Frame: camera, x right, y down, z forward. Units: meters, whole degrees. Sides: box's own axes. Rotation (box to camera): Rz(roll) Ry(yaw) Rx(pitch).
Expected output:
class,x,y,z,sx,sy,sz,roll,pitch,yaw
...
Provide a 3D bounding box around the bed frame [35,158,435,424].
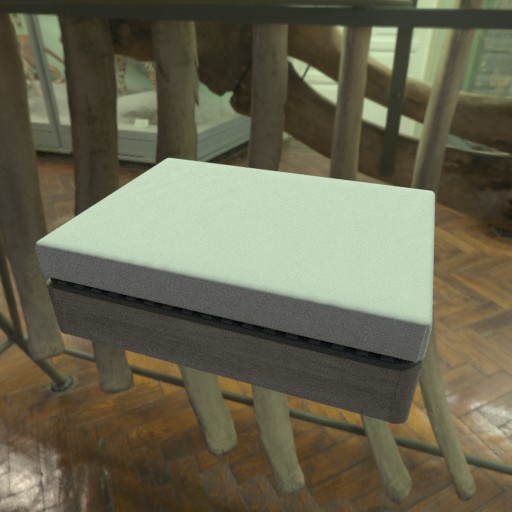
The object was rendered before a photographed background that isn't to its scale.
class,x,y,z,sx,sy,sz,roll,pitch,yaw
bed frame,0.000,0.000,2.618,1.900,0.561,1.400,10,33,16
